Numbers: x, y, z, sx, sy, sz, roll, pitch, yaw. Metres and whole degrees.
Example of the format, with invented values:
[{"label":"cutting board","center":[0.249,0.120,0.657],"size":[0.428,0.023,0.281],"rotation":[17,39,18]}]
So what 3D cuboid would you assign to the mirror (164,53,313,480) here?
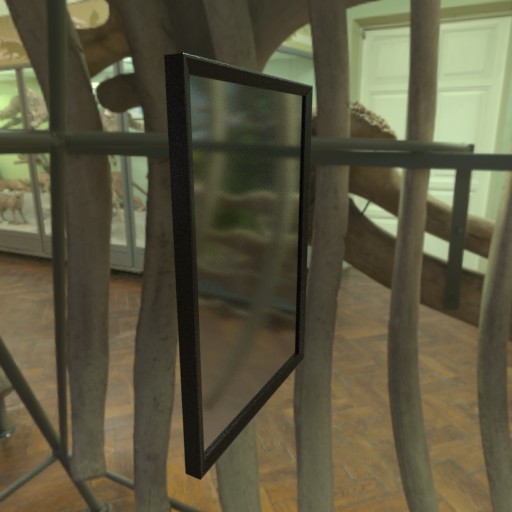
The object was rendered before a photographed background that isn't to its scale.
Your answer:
[{"label":"mirror","center":[0.000,0.000,0.930],"size":[0.039,0.710,0.507],"rotation":[8,17,26]}]
